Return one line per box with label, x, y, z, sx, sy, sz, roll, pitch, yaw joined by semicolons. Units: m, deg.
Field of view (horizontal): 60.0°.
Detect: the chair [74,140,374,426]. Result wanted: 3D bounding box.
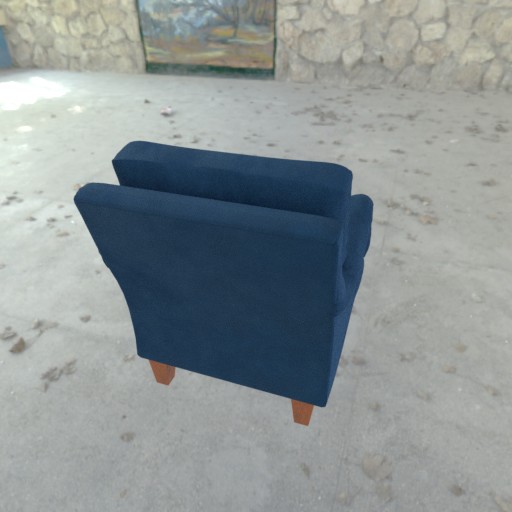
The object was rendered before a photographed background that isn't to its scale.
chair;0.000;0.000;1.905;0.895;1.076;1.078;11;33;16
